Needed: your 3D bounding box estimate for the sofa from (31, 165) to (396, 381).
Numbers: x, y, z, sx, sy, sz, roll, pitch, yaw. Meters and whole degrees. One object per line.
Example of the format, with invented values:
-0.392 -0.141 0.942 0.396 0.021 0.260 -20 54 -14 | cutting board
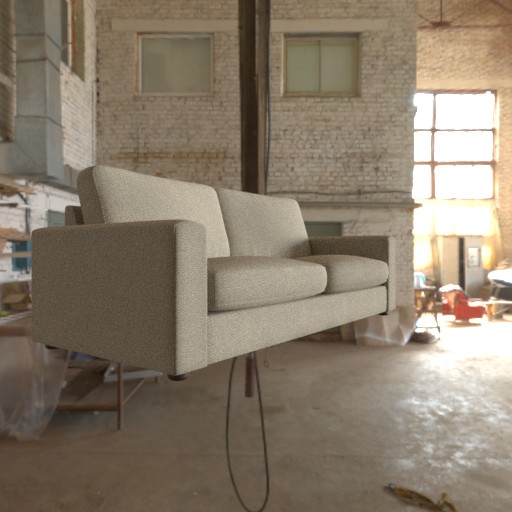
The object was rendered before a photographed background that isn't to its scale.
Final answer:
0.000 0.000 2.642 1.016 0.873 2.179 0 1 37 | sofa
